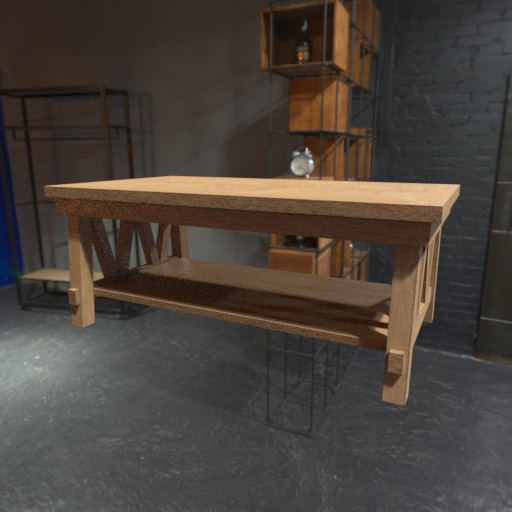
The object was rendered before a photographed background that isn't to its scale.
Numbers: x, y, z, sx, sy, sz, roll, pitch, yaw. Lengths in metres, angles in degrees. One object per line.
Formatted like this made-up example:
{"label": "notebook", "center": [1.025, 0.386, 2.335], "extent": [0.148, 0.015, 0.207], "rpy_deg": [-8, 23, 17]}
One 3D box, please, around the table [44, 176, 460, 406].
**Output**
{"label": "table", "center": [0.000, 0.000, 1.607], "extent": [1.270, 0.507, 0.711], "rpy_deg": [7, 15, 26]}
